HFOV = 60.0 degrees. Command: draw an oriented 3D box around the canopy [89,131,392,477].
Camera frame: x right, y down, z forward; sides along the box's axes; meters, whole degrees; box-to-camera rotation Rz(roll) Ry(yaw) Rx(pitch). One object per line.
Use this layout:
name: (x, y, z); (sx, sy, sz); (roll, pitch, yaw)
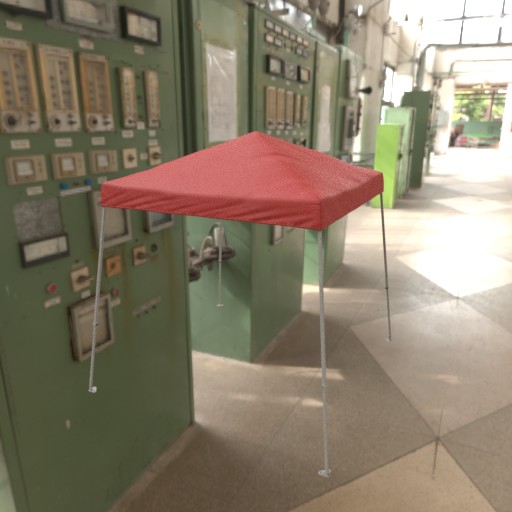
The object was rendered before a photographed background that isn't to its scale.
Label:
canopy: (0.000, 0.000, 6.639); (3.600, 3.600, 3.599); (8, 19, 26)
